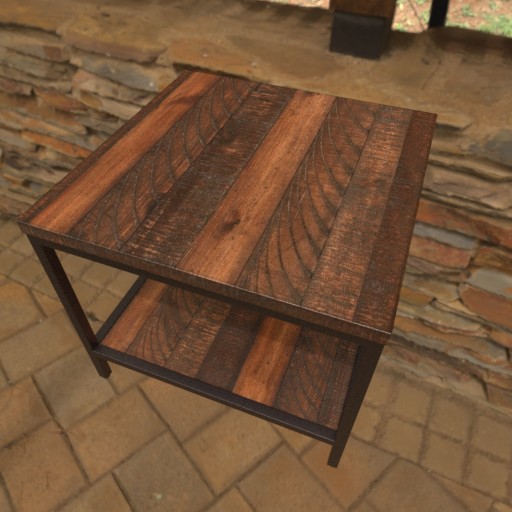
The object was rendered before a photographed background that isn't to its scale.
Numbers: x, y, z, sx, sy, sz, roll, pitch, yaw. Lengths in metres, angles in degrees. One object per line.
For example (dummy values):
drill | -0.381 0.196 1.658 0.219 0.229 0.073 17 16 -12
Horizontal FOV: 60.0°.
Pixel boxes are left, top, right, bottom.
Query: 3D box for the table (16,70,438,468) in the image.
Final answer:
table | 0.000 0.000 0.937 0.553 0.482 0.548 16 49 14
